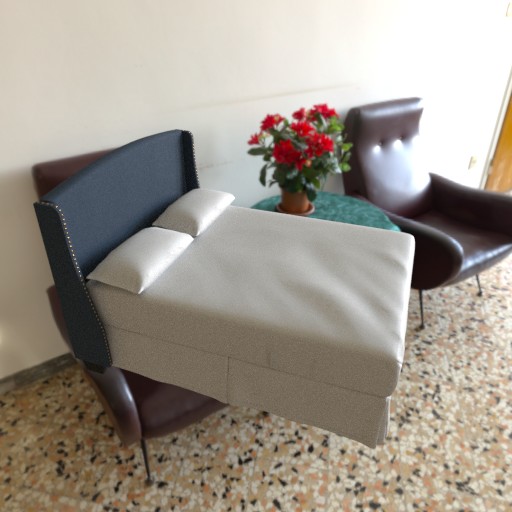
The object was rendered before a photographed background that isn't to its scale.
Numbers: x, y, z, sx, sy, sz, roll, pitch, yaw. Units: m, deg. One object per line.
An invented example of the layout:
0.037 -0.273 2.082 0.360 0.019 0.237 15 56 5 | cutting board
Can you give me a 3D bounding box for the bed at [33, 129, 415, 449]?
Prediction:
0.000 0.000 3.285 2.237 1.407 1.710 11 33 17 | bed
